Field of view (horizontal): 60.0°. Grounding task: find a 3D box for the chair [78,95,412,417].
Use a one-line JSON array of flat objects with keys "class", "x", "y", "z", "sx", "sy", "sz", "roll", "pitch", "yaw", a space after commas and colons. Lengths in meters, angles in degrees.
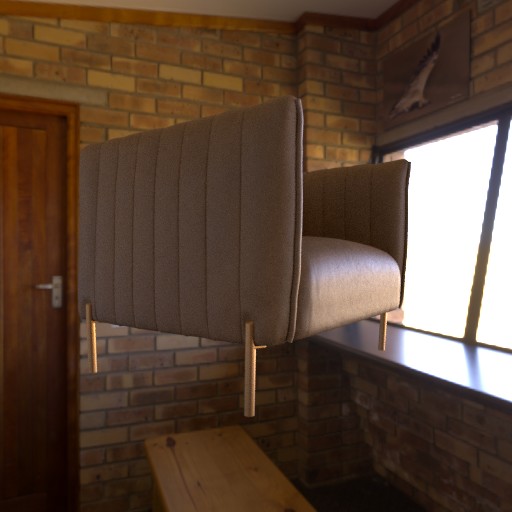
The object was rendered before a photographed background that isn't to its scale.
[{"class": "chair", "x": 0.000, "y": 0.000, "z": 1.636, "sx": 0.876, "sy": 0.779, "sz": 0.981, "roll": 0, "pitch": 0, "yaw": 36}]
